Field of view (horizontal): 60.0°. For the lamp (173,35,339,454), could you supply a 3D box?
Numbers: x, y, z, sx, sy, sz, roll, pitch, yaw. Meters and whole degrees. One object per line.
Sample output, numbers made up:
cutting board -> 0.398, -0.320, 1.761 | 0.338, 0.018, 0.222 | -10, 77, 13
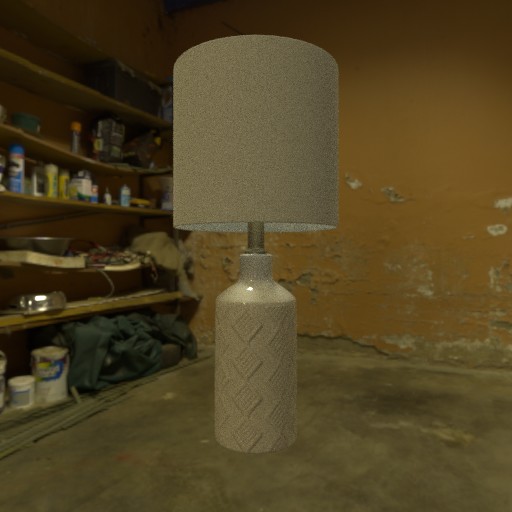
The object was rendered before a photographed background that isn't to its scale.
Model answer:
lamp -> 0.000, 0.000, 0.565 | 0.207, 0.461, 0.207 | 0, 0, -18
